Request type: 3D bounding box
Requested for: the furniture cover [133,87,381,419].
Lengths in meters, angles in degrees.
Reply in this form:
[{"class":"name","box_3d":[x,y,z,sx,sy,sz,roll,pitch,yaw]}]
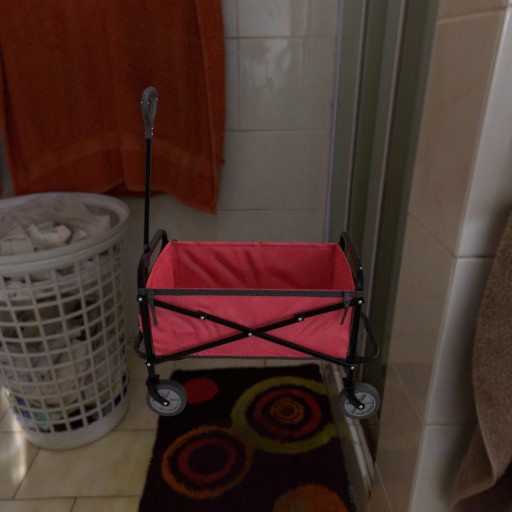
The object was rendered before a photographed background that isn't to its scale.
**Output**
[{"class":"furniture cover","box_3d":[0.000,0.000,1.814,1.038,1.295,0.532,1,25,1]}]
